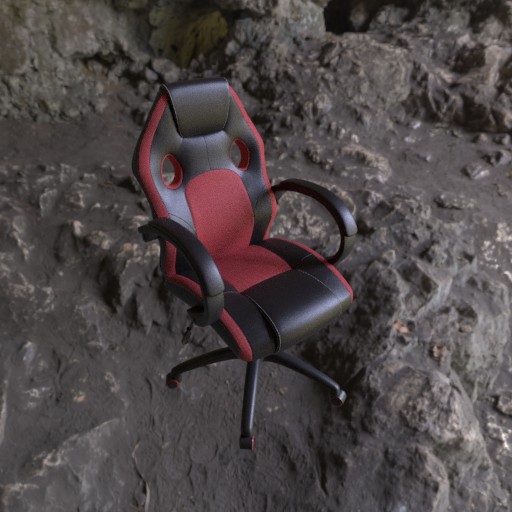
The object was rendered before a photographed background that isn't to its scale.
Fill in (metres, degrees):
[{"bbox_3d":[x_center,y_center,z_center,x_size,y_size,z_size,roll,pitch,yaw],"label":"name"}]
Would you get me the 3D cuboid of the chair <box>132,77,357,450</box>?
[{"bbox_3d":[0.000,0.000,1.697,0.750,1.189,0.783,-22,37,-32],"label":"chair"}]
